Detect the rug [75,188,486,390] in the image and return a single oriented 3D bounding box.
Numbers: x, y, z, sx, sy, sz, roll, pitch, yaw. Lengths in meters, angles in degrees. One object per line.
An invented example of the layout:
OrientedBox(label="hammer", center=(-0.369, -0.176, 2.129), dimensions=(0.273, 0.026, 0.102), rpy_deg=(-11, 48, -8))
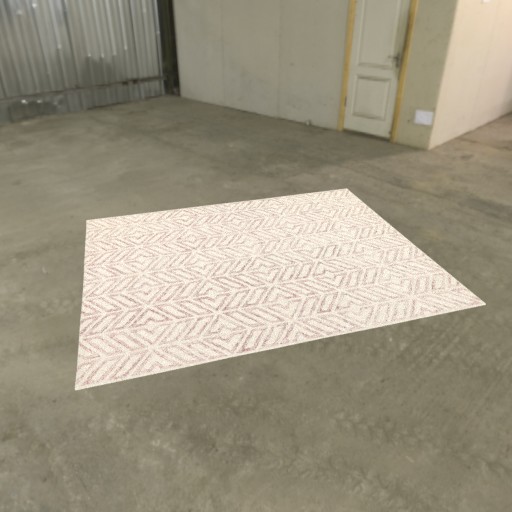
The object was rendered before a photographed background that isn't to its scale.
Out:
OrientedBox(label="rug", center=(0.000, 0.000, 4.090), dimensions=(3.045, 0.008, 2.421), rpy_deg=(-9, 32, -14))
